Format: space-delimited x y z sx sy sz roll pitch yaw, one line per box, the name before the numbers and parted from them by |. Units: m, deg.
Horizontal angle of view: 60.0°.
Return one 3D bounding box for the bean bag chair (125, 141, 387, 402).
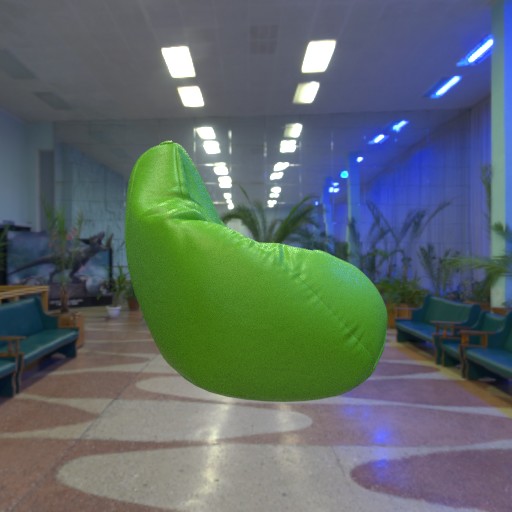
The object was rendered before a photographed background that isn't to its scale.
bean bag chair | 0.000 0.000 1.923 1.070 0.990 1.070 0 0 2
